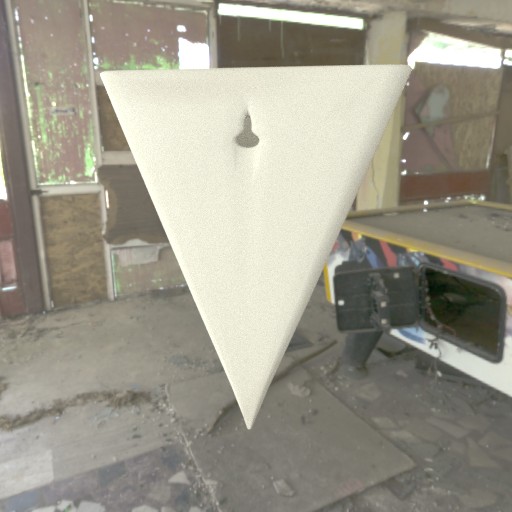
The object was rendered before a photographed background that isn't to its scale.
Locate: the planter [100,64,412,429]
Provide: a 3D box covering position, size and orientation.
[{"bbox_3d":[0.000,0.000,0.260,0.150,0.197,0.060,2,16,8],"label":"planter"}]
